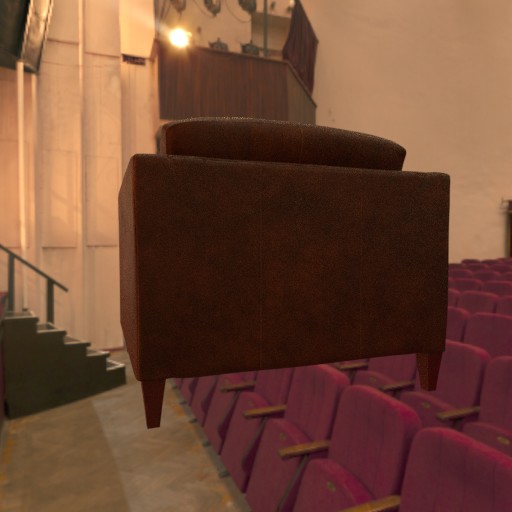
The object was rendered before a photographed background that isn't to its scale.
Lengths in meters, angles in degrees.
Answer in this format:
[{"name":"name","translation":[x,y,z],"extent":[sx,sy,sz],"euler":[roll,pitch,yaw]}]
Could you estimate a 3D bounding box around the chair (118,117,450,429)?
[{"name":"chair","translation":[0.000,0.000,1.715],"extent":[0.990,0.864,0.975],"euler":[0,1,-19]}]
